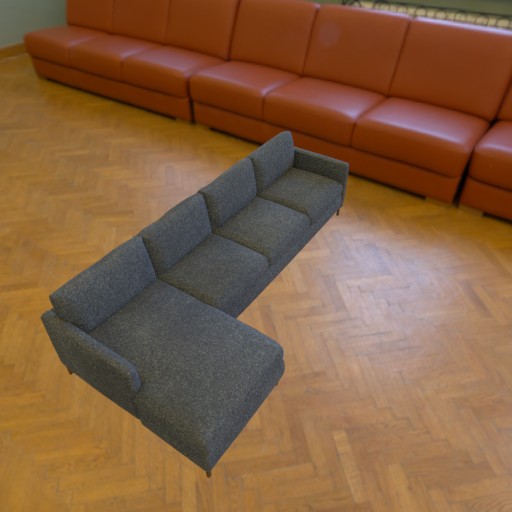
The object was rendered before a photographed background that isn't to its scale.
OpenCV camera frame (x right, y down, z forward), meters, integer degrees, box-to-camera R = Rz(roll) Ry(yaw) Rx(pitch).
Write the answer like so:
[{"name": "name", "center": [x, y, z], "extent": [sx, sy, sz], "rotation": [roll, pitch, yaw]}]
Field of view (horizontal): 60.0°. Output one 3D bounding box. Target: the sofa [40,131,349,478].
[{"name": "sofa", "center": [0.000, 0.000, 3.513], "extent": [1.350, 0.810, 2.932], "rotation": [24, 46, 25]}]
